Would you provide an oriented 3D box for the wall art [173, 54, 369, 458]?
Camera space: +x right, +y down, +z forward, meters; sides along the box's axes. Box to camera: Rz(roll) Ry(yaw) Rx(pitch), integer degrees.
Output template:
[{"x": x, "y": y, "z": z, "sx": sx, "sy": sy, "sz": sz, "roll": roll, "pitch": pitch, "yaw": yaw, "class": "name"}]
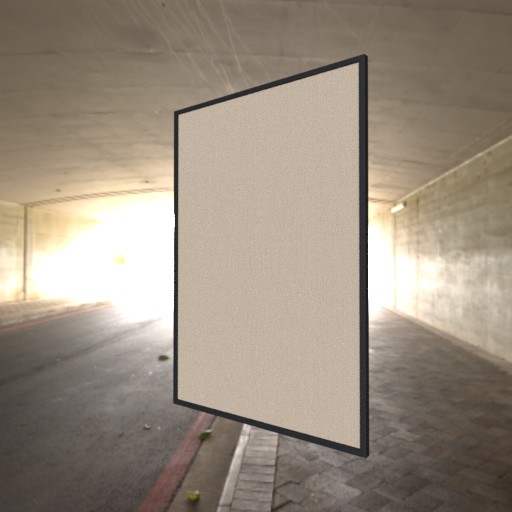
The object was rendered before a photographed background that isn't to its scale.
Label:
[{"x": 0.000, "y": 0.000, "z": 0.863, "sx": 0.457, "sy": 0.657, "sz": 0.013, "roll": -1, "pitch": -1, "yaw": 37, "class": "wall art"}]
